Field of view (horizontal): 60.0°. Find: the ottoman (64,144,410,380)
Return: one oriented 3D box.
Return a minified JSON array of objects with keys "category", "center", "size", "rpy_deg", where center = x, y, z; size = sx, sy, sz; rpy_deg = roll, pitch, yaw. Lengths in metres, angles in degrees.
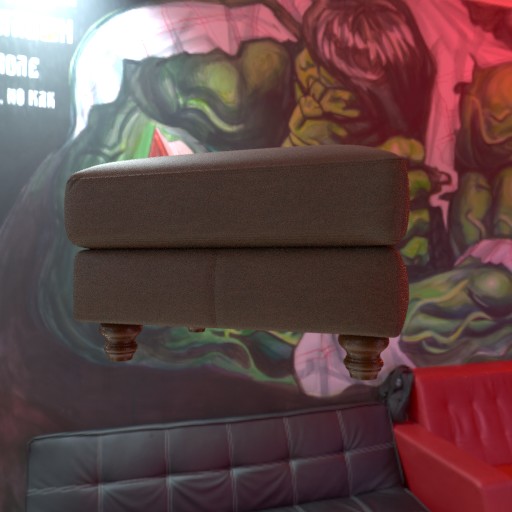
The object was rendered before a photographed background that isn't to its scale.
[{"category":"ottoman","center":[0.000,0.000,1.207],"size":[0.787,0.508,0.635],"rpy_deg":[0,-1,17]}]
